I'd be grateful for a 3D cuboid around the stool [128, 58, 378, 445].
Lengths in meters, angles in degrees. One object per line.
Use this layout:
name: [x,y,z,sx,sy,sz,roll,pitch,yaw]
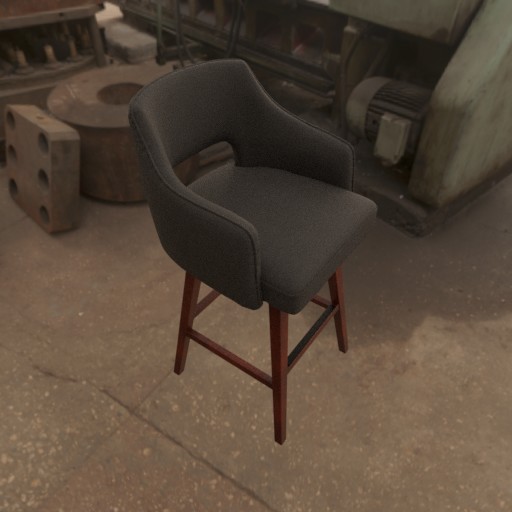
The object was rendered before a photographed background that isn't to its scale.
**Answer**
stool: [0.000,0.000,1.367,0.558,1.012,0.548,25,47,26]
